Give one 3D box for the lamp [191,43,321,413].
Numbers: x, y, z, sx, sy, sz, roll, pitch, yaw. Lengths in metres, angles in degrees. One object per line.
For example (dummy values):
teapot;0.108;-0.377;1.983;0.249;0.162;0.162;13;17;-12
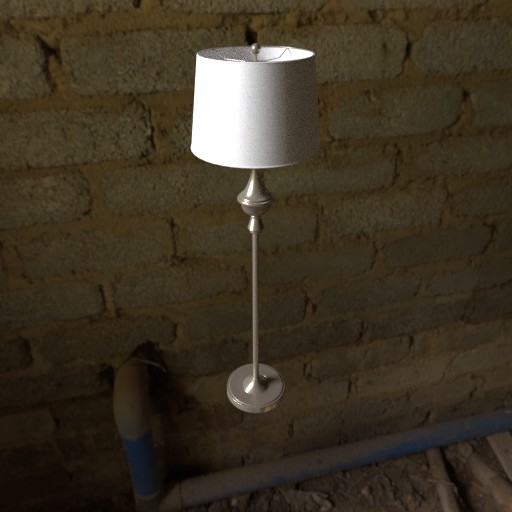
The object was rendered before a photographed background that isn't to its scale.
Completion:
lamp;0.000;0.000;1.709;0.431;1.488;0.431;0;32;0
